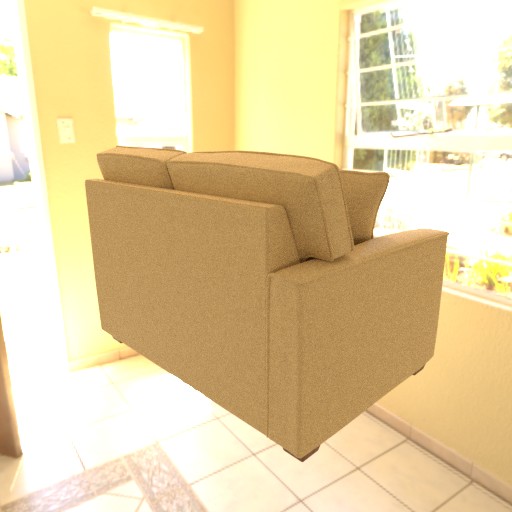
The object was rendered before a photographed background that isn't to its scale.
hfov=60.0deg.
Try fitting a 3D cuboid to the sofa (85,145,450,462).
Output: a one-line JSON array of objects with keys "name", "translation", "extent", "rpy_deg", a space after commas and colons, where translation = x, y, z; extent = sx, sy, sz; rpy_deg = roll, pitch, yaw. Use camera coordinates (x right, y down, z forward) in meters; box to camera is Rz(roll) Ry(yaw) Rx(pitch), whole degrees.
[{"name": "sofa", "translation": [0.000, 0.000, 2.061], "extent": [0.991, 0.989, 1.388], "rpy_deg": [-14, 21, -43]}]
